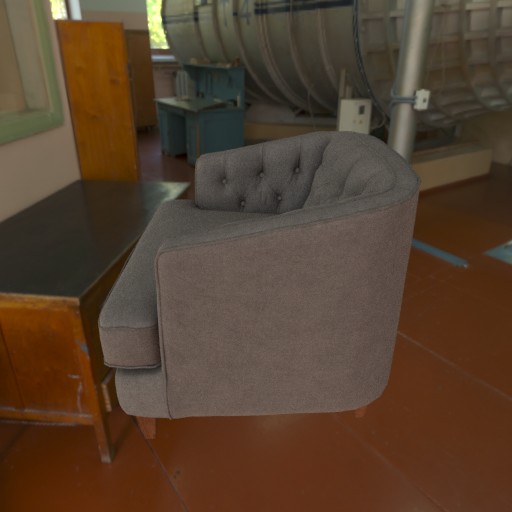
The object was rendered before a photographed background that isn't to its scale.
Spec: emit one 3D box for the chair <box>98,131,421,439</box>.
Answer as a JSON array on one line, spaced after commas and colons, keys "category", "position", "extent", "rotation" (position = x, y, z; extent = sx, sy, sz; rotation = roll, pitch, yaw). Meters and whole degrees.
[{"category": "chair", "position": [0.000, 0.000, 1.719], "extent": [0.941, 0.852, 1.104], "rotation": [0, 26, -1]}]
